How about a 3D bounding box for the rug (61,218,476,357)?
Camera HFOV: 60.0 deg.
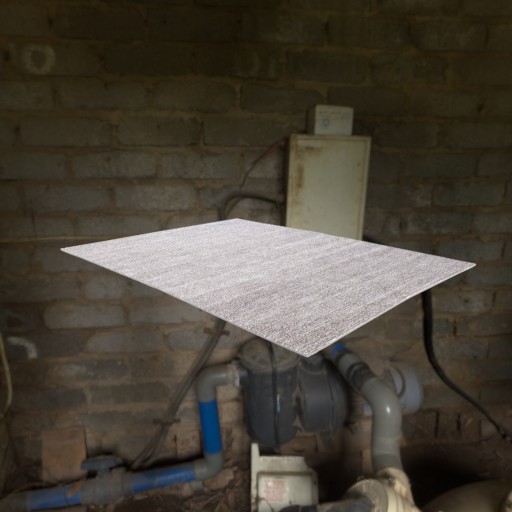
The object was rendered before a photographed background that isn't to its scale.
[{"bbox_3d":[0.000,0.000,4.238,2.434,0.045,3.202,-15,21,-43],"label":"rug"}]
